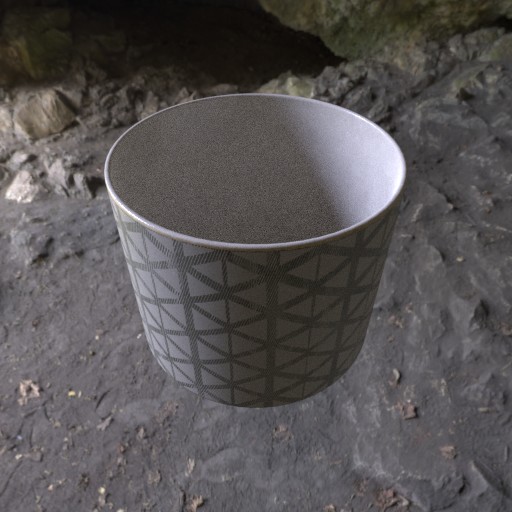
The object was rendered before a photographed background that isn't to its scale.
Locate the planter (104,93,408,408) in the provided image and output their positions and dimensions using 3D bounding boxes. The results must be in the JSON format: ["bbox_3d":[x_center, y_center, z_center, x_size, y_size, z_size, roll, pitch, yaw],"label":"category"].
[{"bbox_3d":[0.000,0.000,0.346,0.190,0.181,0.190,0,42,0],"label":"planter"}]
